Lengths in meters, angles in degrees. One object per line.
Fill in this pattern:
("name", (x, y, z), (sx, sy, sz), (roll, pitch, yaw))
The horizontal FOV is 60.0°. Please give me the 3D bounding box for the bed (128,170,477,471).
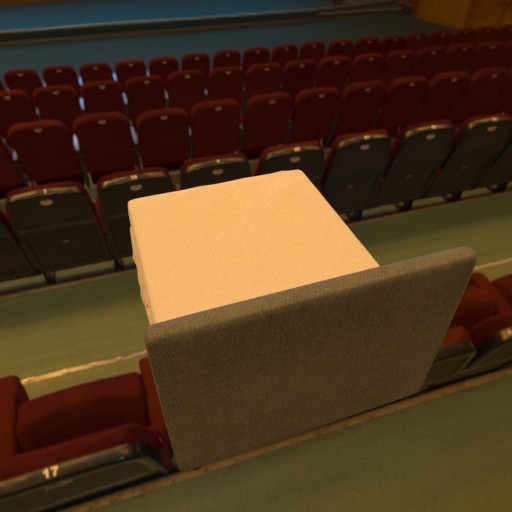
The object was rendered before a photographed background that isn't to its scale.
("bed", (0.000, 0.000, 3.163), (1.713, 1.330, 2.142), (-13, 43, -14))
